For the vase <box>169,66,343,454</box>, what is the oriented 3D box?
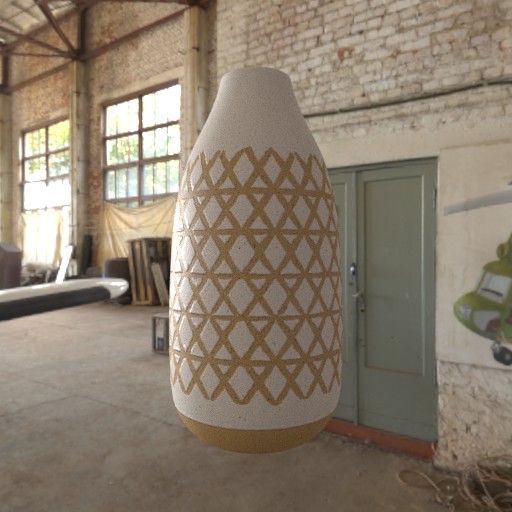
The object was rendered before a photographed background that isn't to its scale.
[{"bbox_3d":[0.000,0.000,0.482,0.186,0.380,0.186,0,1,0],"label":"vase"}]
